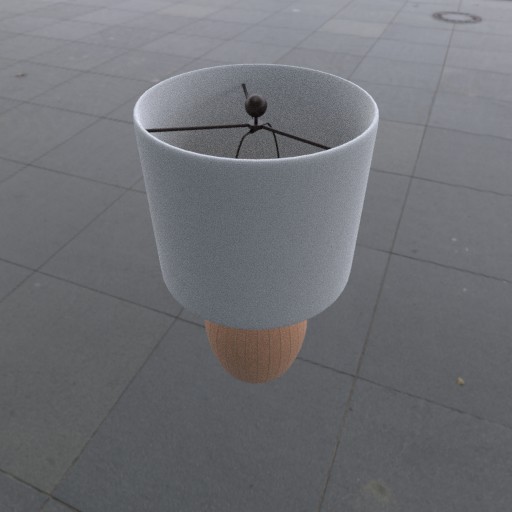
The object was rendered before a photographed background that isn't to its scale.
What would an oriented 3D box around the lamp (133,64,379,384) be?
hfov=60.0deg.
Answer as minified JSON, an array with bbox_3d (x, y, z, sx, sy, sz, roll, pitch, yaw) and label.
[{"bbox_3d":[0.000,0.000,0.780,0.329,0.570,0.329,0,41,0],"label":"lamp"}]
